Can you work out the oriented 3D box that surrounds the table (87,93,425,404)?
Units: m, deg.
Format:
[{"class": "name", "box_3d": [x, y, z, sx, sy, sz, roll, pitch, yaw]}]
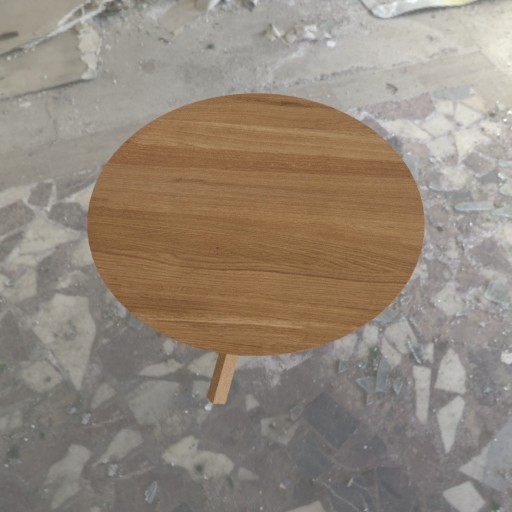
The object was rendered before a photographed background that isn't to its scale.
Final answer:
[{"class": "table", "box_3d": [0.000, 0.000, 1.667, 1.038, 0.666, 1.038, 0, 56, 0]}]
